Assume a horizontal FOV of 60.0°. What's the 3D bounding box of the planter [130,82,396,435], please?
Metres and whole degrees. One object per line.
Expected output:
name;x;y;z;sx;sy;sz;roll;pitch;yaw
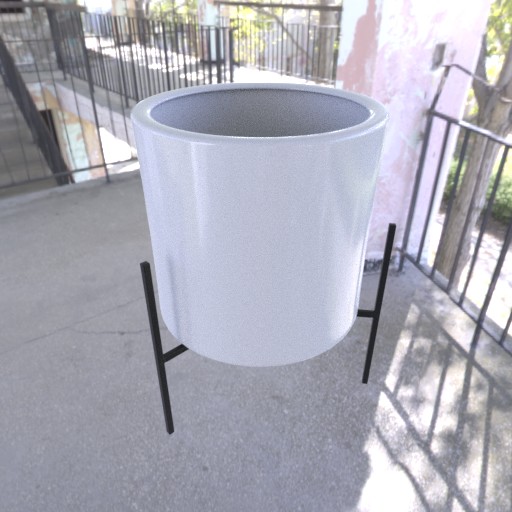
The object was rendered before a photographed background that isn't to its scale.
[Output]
planter;0.000;0.000;0.712;0.360;0.480;0.361;-9;32;-15
